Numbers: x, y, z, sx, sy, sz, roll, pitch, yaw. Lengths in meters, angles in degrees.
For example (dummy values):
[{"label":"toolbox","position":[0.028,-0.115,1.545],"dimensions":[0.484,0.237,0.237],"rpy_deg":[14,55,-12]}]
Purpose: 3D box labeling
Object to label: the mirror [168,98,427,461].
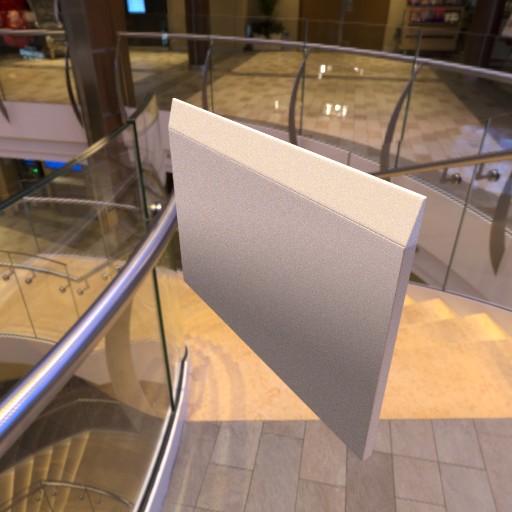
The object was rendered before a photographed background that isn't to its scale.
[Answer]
[{"label":"mirror","position":[0.000,0.000,1.137],"dimensions":[0.030,0.630,0.870],"rpy_deg":[-20,36,-29]}]
